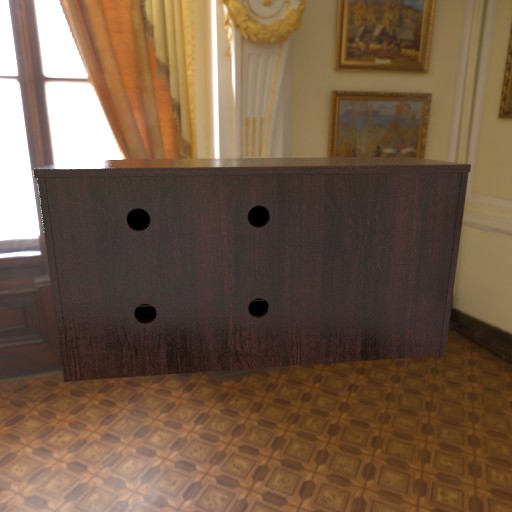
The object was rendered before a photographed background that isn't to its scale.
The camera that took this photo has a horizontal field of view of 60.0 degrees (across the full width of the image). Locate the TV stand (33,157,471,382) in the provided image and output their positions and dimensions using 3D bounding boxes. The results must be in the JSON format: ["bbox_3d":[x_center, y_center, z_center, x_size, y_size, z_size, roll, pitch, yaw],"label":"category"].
[{"bbox_3d":[0.000,0.000,1.471,1.192,0.614,0.404,-2,16,-7],"label":"TV stand"}]
